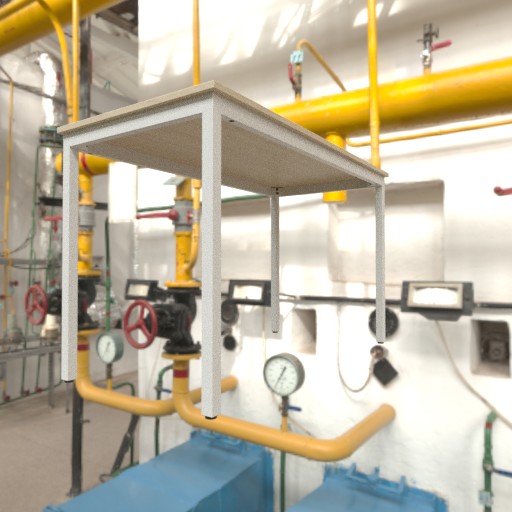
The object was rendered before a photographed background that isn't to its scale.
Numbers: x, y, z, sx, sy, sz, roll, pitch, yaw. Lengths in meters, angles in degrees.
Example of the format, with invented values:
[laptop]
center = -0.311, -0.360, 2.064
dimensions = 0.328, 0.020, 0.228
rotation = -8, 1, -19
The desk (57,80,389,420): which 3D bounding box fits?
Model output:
[desk]
center = 0.000, 0.000, 1.624
dimensions = 0.600, 0.750, 1.200
rotation = -1, -1, 34
